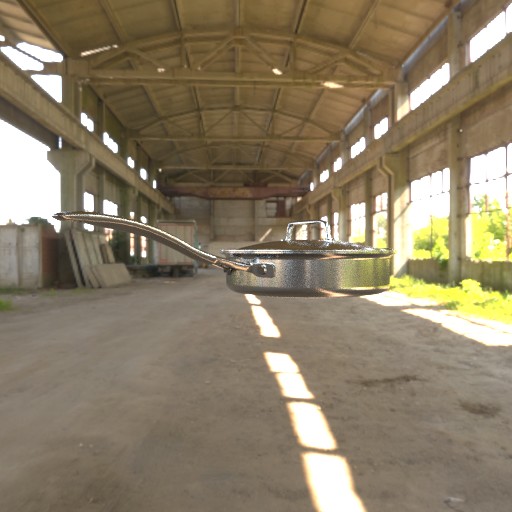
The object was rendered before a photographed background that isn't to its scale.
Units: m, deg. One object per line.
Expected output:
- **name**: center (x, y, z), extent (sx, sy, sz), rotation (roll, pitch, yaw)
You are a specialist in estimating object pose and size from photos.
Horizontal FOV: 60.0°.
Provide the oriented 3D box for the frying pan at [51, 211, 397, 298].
- **frying pan**: center (0.000, 0.000, 0.655), extent (0.561, 0.114, 0.280), rotation (0, 1, -37)
